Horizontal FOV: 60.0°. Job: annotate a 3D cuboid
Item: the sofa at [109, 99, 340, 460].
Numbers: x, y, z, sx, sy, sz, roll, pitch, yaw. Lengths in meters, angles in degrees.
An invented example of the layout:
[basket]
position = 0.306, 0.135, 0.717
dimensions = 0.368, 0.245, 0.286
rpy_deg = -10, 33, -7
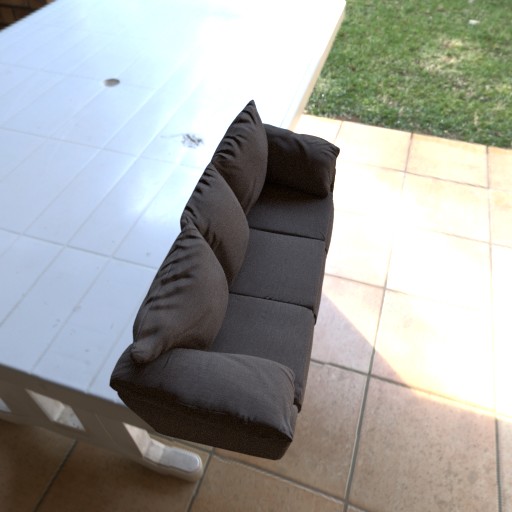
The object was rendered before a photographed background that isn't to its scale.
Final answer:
[sofa]
position = 0.000, 0.000, 2.872
dimensions = 0.927, 1.043, 2.390
rpy_deg = 9, 48, 8
